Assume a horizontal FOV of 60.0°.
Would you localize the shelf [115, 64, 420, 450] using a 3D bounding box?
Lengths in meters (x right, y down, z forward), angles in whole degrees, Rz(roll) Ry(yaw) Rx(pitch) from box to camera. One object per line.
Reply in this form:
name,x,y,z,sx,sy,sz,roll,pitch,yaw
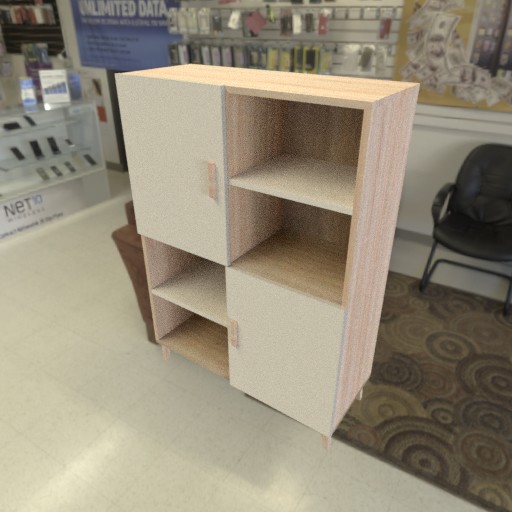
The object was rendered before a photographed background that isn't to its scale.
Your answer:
shelf,0.000,0.000,1.871,0.995,1.405,0.434,19,34,30
